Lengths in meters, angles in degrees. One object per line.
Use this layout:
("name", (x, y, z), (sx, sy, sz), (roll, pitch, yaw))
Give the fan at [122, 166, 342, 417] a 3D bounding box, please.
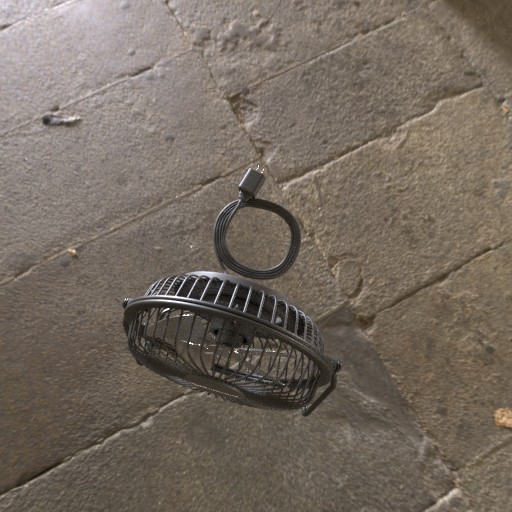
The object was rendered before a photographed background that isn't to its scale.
("fan", (0.000, 0.000, 0.312), (0.153, 0.152, 0.202), (16, 75, 4))
